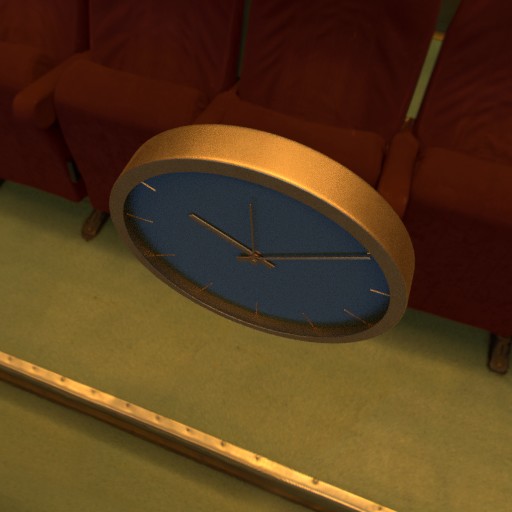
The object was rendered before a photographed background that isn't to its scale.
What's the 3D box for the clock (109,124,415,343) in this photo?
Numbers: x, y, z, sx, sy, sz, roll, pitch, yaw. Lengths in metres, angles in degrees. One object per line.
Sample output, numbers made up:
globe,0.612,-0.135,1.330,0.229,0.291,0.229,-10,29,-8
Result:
clock,0.000,0.000,0.467,0.314,0.314,0.040,17,60,10
